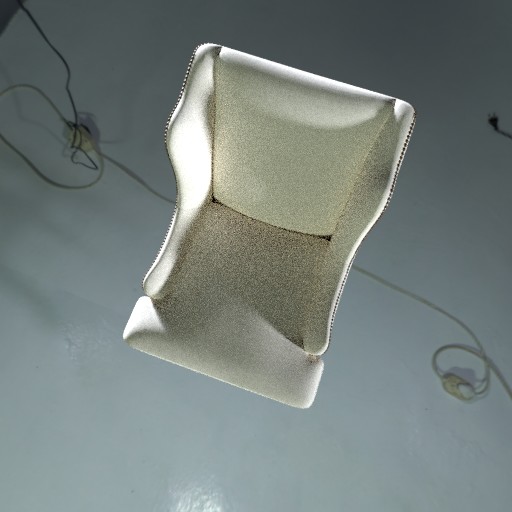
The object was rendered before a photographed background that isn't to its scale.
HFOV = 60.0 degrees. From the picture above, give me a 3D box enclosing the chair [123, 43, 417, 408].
[{"bbox_3d":[0.000,0.000,1.668,0.737,1.029,0.940,19,76,5],"label":"chair"}]
